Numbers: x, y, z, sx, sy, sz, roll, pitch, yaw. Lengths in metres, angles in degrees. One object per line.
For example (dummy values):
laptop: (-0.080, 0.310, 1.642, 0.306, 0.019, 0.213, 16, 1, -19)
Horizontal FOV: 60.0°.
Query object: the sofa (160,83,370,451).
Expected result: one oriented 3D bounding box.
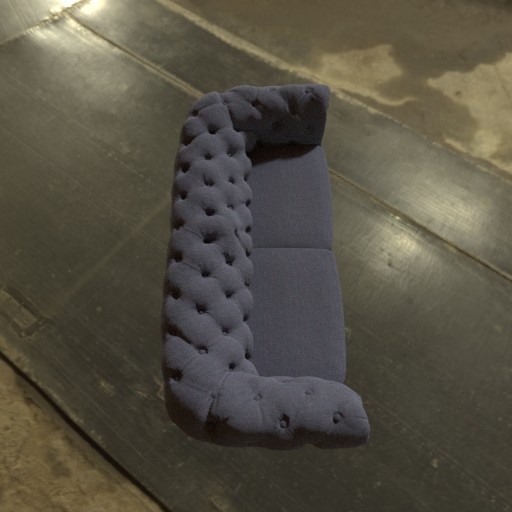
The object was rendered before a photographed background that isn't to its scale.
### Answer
sofa: (0.000, 0.000, 2.862, 1.046, 0.836, 2.335, 0, 64, 0)
